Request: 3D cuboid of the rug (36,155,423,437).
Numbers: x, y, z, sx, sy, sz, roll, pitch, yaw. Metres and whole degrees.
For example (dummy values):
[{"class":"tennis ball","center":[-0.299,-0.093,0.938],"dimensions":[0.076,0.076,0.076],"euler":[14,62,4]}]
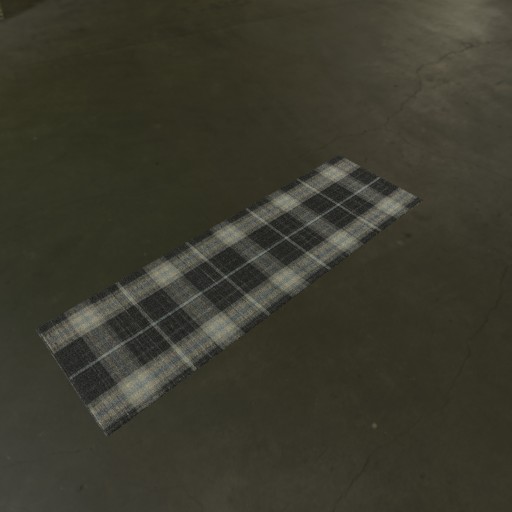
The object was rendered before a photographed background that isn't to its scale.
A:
[{"class":"rug","center":[0.000,0.000,2.690],"dimensions":[2.434,0.012,0.760],"euler":[-33,54,-28]}]
